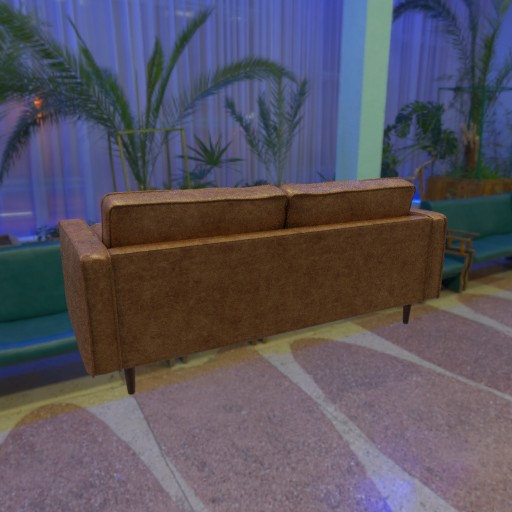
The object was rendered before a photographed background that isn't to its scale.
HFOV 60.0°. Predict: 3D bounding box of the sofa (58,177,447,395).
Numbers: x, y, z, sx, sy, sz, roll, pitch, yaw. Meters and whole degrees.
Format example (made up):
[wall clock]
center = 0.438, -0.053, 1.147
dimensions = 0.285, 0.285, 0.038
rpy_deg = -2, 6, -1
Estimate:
[sofa]
center = 0.000, 0.000, 2.422
dimensions = 1.920, 0.825, 0.924
rpy_deg = -8, 17, -27
